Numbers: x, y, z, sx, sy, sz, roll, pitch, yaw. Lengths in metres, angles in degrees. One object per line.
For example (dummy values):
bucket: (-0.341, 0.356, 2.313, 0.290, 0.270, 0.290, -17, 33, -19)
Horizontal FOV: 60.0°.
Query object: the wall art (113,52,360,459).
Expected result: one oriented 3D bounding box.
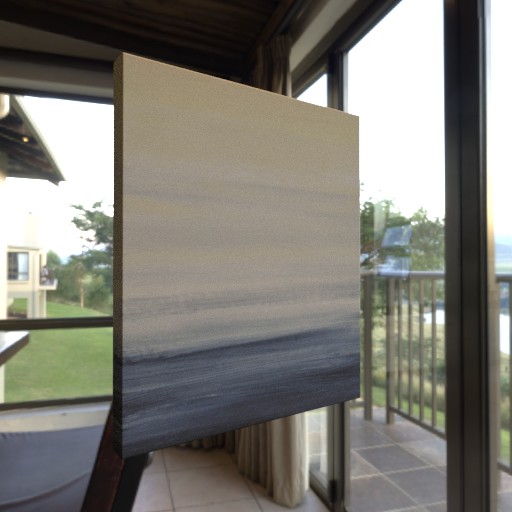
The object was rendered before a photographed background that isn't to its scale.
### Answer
wall art: (0.000, 0.000, 0.695, 0.435, 0.511, 0.037, 0, -1, -35)
